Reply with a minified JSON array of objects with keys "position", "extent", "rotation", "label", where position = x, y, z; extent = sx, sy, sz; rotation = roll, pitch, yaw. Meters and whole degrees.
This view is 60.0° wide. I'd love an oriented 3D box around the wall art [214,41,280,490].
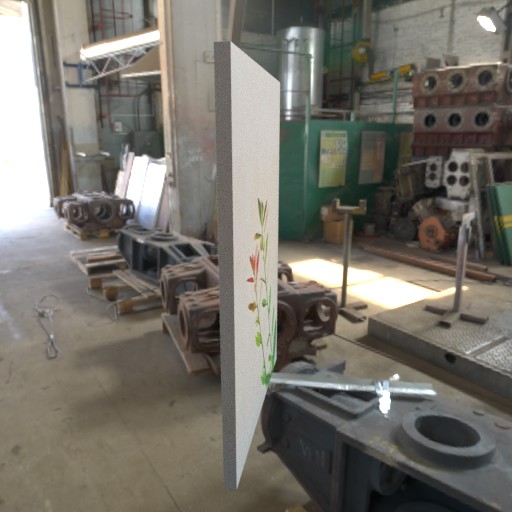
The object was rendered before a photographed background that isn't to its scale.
[{"position":[0.000,0.000,1.448],"extent":[0.038,1.143,0.764],"rotation":[3,15,10],"label":"wall art"}]
